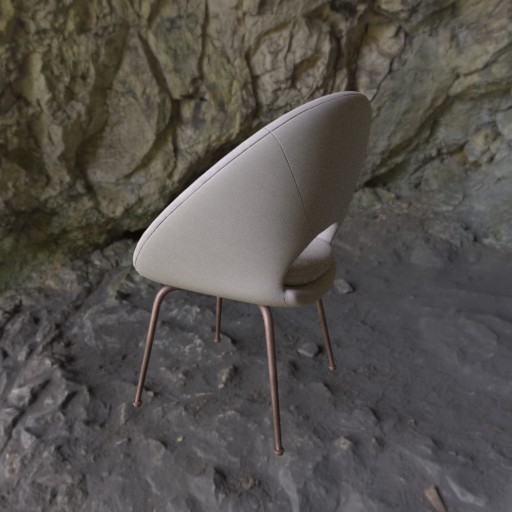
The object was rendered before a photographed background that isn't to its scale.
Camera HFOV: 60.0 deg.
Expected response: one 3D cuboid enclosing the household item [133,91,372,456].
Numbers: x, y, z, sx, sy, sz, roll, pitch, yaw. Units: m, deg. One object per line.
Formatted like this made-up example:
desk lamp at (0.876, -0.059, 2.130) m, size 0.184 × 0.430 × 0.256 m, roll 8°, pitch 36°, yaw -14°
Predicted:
household item at (0.000, 0.000, 1.252) m, size 0.573 × 0.852 × 0.623 m, roll 8°, pitch 18°, yaw 25°
